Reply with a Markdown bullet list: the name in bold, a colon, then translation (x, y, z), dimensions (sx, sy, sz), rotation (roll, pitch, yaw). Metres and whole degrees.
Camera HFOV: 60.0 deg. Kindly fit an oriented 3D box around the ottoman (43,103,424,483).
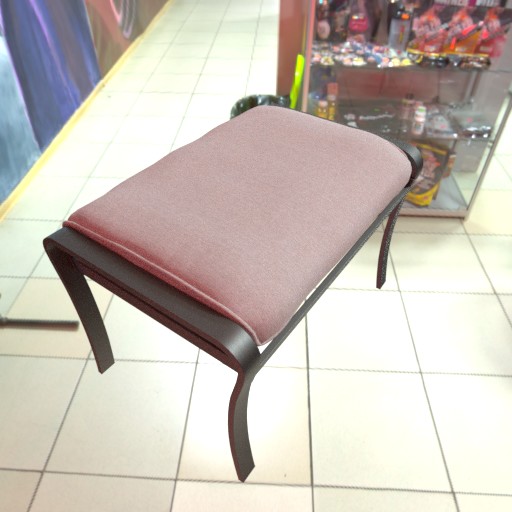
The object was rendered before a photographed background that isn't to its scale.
- **ottoman**: translation (0.000, 0.000, 0.900), dimensions (0.406, 0.422, 0.610), rotation (26, 48, 26)
